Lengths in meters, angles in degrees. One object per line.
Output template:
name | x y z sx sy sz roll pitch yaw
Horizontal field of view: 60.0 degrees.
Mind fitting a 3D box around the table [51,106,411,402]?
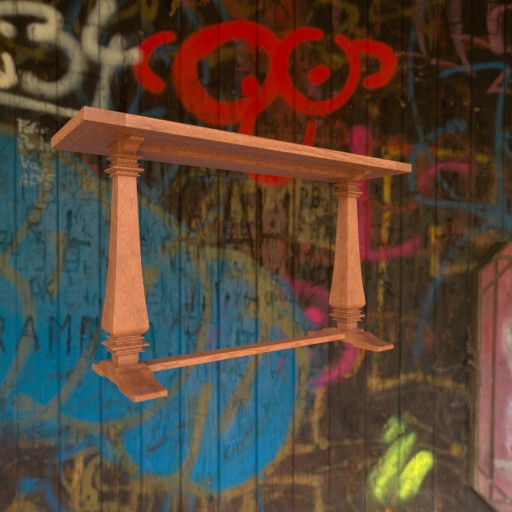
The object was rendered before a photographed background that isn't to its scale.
table | 0.000 0.000 1.839 1.478 0.852 0.461 -1 1 -36
